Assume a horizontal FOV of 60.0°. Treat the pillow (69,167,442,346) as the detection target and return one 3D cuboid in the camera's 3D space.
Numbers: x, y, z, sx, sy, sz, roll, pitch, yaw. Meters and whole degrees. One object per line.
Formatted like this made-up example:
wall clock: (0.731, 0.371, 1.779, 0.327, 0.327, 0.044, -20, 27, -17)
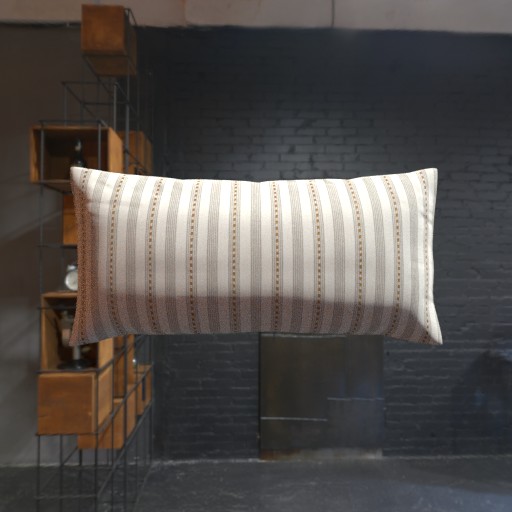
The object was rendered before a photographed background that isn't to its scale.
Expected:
pillow: (0.000, 0.000, 0.723, 0.608, 0.291, 0.151, 0, -1, -1)
